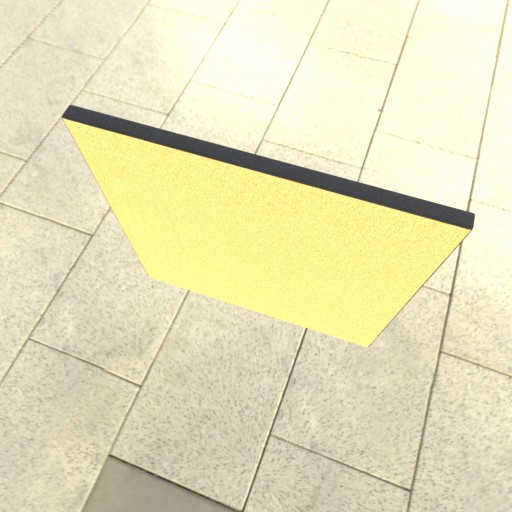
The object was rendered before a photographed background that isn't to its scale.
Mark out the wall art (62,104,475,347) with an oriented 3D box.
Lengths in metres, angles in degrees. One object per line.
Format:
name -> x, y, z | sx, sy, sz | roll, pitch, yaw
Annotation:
wall art -> 0.000, 0.000, 0.673 | 0.456, 0.453, 0.022 | 17, 65, 8
